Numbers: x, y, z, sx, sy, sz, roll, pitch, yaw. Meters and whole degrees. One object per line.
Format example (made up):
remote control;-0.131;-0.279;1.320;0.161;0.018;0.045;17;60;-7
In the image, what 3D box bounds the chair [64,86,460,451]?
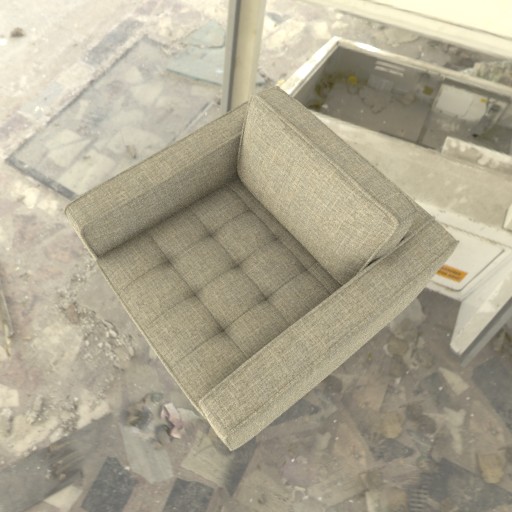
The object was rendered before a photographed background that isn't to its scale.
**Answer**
chair;0.000;0.000;1.537;0.914;0.765;0.889;-35;67;-17
